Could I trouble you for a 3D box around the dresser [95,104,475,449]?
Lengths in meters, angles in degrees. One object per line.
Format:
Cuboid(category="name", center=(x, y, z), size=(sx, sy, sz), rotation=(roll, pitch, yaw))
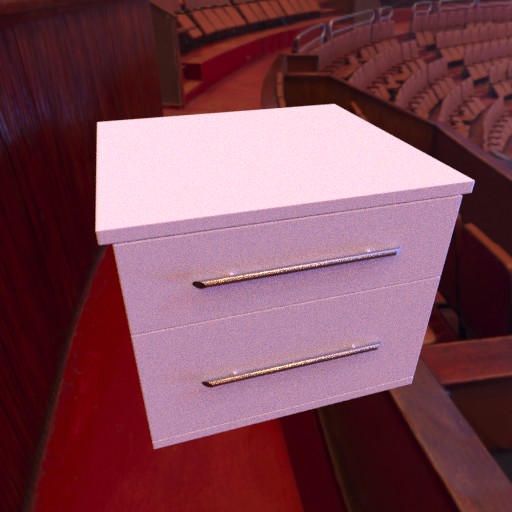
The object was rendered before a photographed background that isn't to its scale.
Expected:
Cuboid(category="dresser", center=(0.000, 0.000, 0.720), size=(0.430, 0.360, 0.400), rotation=(-9, 33, -14))
